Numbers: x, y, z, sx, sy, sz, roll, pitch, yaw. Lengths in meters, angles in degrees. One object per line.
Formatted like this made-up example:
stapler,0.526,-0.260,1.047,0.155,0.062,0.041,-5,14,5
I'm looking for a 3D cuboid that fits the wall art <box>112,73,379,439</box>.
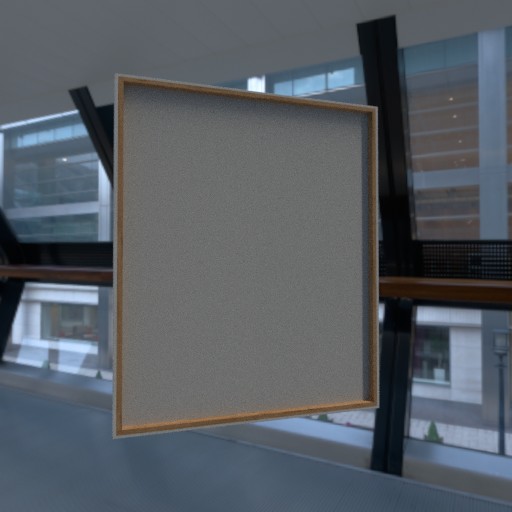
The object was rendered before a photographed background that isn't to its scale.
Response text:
wall art,0.000,0.000,0.829,0.508,0.606,0.037,0,-1,-18
